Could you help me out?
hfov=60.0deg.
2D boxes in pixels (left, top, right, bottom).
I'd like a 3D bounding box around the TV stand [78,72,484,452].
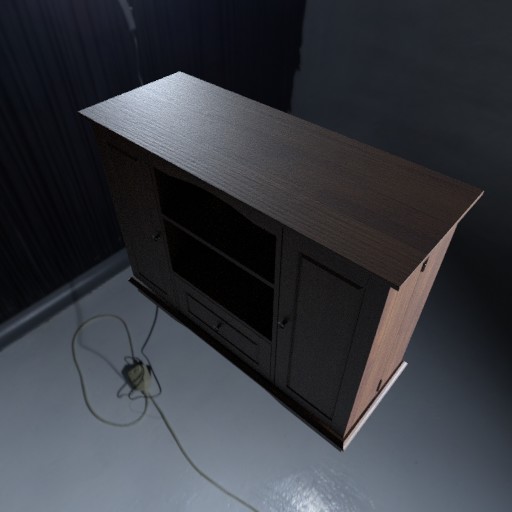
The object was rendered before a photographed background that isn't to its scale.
[{"bbox_3d":[0.000,0.000,1.465,1.067,0.813,0.406,31,52,28],"label":"TV stand"}]
